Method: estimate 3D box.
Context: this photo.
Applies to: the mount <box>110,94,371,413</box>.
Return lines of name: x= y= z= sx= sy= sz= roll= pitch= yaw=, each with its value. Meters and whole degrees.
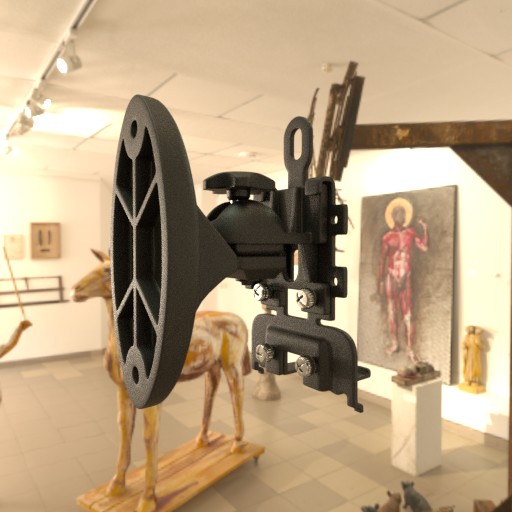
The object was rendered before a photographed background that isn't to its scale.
mount: x=0.000 y=0.000 z=0.177 sx=0.100 sy=0.118 sz=0.066 roll=-1 pitch=2 yaw=-36
